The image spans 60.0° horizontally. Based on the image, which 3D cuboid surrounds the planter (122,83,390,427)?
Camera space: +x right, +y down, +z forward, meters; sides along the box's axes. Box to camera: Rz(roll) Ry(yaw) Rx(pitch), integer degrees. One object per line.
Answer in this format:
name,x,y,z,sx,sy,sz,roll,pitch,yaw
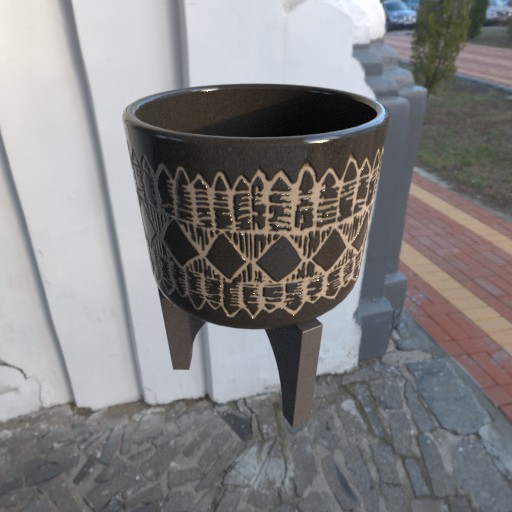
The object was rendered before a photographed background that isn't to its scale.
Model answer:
planter,0.000,0.000,0.400,0.196,0.264,0.196,1,30,1
